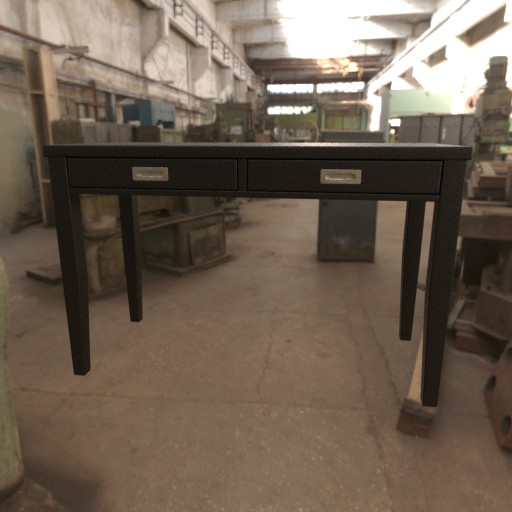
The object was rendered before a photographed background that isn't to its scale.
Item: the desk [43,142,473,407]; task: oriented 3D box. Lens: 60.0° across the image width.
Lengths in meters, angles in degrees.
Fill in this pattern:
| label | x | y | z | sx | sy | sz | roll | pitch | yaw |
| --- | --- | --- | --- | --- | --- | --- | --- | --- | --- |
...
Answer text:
| label | x | y | z | sx | sy | sz | roll | pitch | yaw |
| --- | --- | --- | --- | --- | --- | --- | --- | --- | --- |
| desk | 0.000 | 0.000 | 1.580 | 1.220 | 0.775 | 0.508 | 2 | 15 | 9 |
